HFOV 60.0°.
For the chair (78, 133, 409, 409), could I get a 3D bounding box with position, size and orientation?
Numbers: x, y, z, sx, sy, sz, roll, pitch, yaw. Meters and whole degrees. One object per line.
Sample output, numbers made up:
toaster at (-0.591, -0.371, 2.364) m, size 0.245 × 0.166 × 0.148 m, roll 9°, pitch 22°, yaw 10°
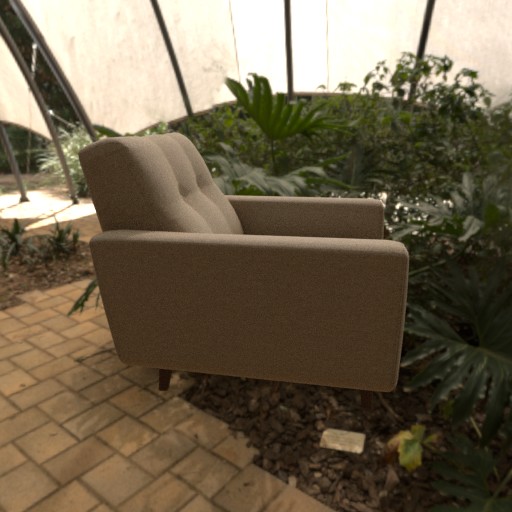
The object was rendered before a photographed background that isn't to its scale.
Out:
chair at (0.000, 0.000, 1.832) m, size 1.128 × 0.965 × 0.897 m, roll 3°, pitch 17°, yaw 10°
